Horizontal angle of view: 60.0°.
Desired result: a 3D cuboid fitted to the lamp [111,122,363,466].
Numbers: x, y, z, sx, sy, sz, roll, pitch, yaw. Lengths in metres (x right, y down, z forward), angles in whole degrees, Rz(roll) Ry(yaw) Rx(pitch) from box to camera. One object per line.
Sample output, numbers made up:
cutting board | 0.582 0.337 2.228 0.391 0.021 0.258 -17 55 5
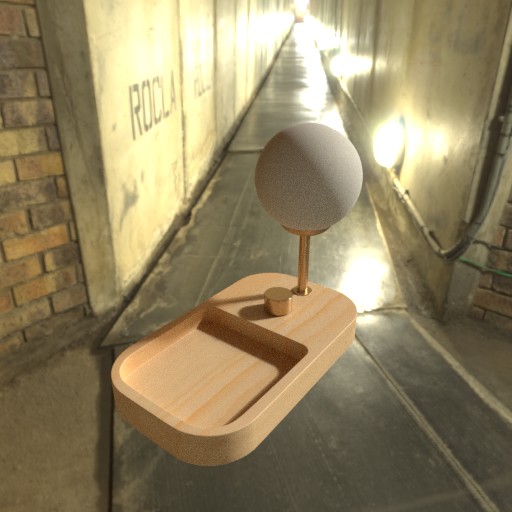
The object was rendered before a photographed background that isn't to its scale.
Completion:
lamp | 0.000 0.000 0.477 0.173 0.253 0.331 18 31 33
